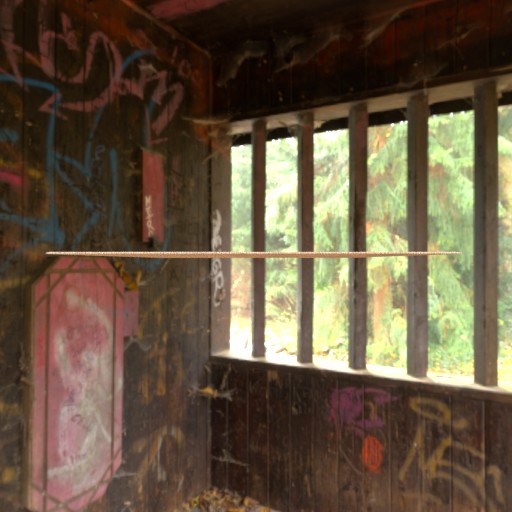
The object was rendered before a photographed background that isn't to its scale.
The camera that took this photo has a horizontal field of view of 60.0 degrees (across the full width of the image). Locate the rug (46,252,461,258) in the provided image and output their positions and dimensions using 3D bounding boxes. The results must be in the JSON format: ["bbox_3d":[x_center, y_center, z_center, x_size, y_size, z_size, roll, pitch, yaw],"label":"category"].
[{"bbox_3d":[0.000,0.000,4.073,2.406,0.012,3.034,0,-1,1],"label":"rug"}]
